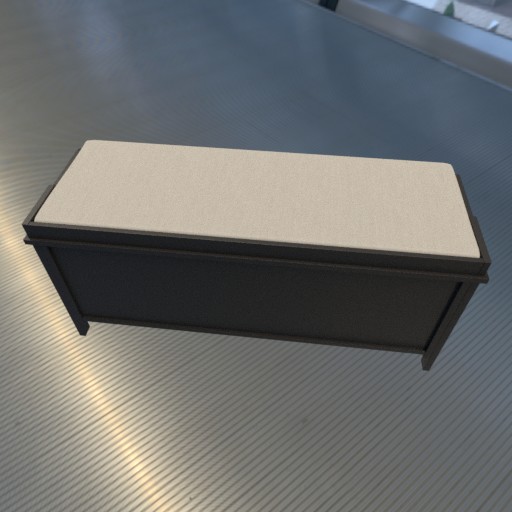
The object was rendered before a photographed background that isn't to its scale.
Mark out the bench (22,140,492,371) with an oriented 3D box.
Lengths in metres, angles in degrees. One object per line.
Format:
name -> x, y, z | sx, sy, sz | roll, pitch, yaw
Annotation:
bench -> 0.000, 0.000, 1.358 | 1.140, 0.501, 0.398 | 5, 47, 4
